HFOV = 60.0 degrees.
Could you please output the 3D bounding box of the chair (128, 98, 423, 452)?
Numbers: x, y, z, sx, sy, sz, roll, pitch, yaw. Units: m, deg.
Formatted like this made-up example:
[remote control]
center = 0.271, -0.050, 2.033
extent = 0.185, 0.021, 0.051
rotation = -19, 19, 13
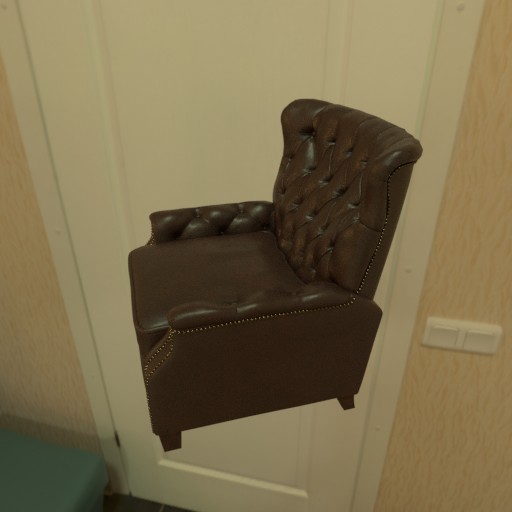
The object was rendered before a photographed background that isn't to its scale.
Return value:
[chair]
center = 0.000, 0.000, 1.462
extent = 0.823, 0.864, 0.709
rotation = -8, 30, -14
